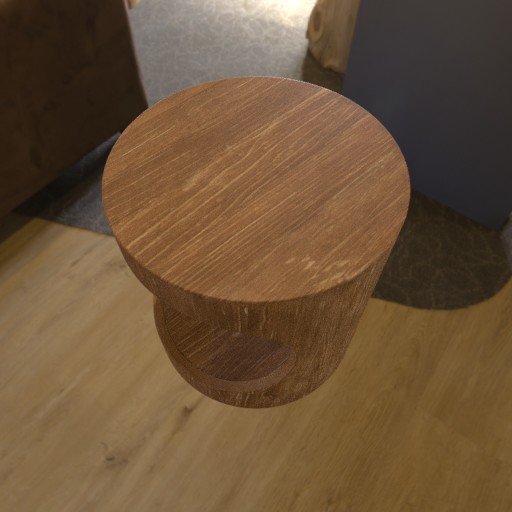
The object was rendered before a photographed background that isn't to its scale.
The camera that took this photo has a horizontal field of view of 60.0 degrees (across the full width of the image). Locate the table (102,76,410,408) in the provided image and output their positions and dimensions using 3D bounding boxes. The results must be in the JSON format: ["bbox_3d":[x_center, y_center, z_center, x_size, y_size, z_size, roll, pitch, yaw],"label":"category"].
[{"bbox_3d":[0.000,0.000,0.998,0.527,0.551,0.527,0,56,0],"label":"table"}]
